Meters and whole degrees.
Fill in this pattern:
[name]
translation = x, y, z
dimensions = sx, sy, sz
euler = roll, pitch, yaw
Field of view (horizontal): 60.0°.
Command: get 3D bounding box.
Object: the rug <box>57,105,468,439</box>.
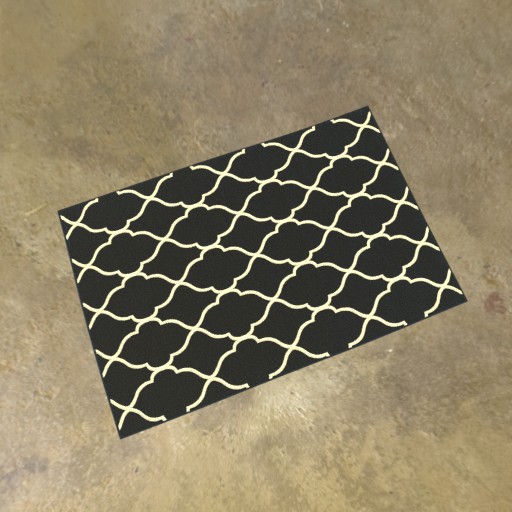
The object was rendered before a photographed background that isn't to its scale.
[rug]
translation = 0.000, 0.000, 2.880
dimensions = 2.294, 0.014, 1.528
euler = -20, 76, -5
